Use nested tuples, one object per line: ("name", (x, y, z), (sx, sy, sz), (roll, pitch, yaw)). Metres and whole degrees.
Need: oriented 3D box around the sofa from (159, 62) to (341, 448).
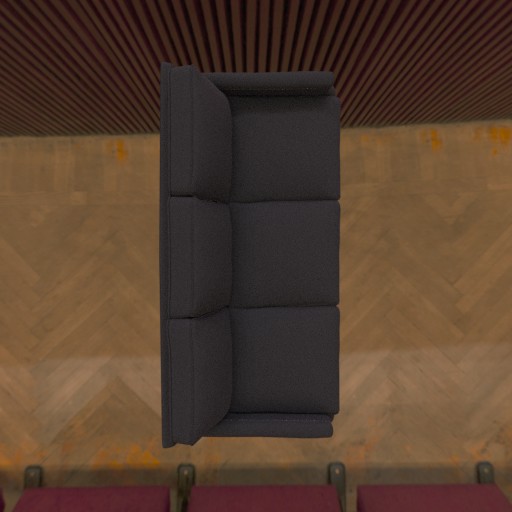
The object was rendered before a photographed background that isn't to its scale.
("sofa", (0.000, 0.000, 2.822), (1.084, 1.003, 2.246), (0, 91, 0))
